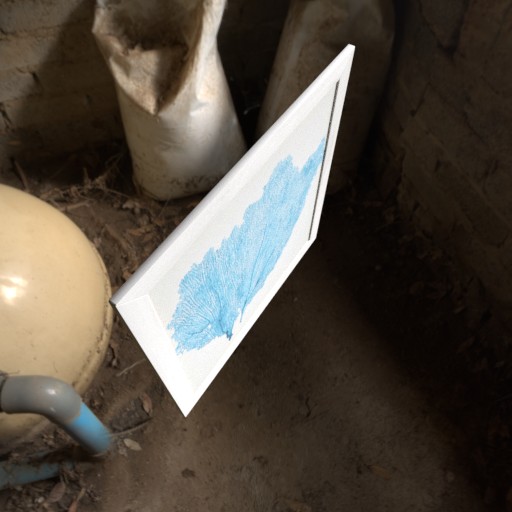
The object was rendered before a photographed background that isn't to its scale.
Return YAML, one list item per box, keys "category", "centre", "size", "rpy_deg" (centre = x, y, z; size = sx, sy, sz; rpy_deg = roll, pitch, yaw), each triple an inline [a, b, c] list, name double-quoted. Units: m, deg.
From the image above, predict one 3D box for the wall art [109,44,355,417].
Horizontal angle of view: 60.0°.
- category: "wall art"
  centre: [0.000, 0.000, 0.875]
  size: [0.013, 0.584, 0.584]
  rpy_deg: [30, 63, 17]
